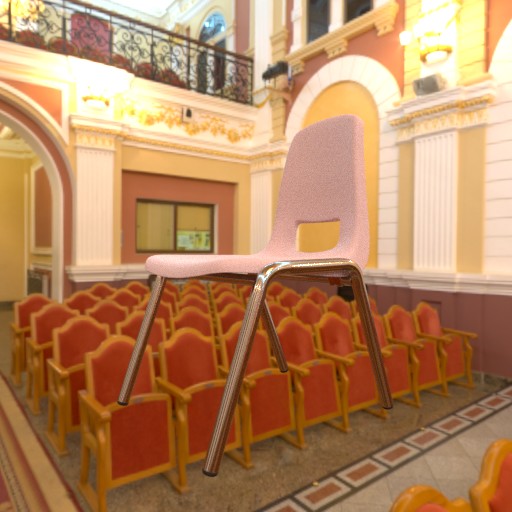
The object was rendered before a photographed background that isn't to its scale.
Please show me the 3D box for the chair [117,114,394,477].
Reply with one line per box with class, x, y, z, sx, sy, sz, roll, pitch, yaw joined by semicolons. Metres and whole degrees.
chair;0.000;0.000;0.847;0.423;0.586;0.354;-1;2;-37
